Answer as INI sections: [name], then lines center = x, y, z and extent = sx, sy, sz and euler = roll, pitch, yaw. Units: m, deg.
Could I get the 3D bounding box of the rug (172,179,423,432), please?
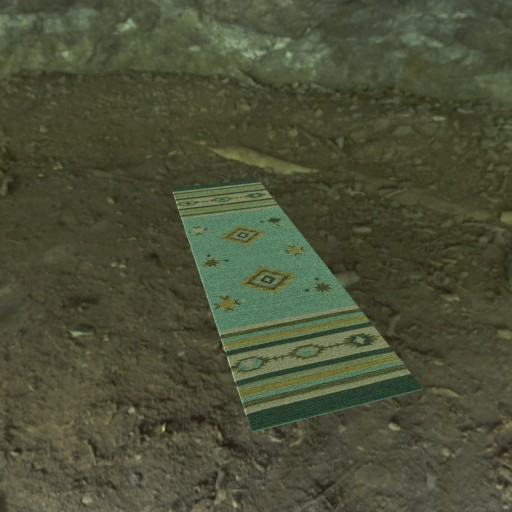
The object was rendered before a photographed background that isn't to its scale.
[rug]
center = 0.000, 0.000, 2.769
extent = 0.744, 0.010, 2.441
euler = -9, 33, -14
